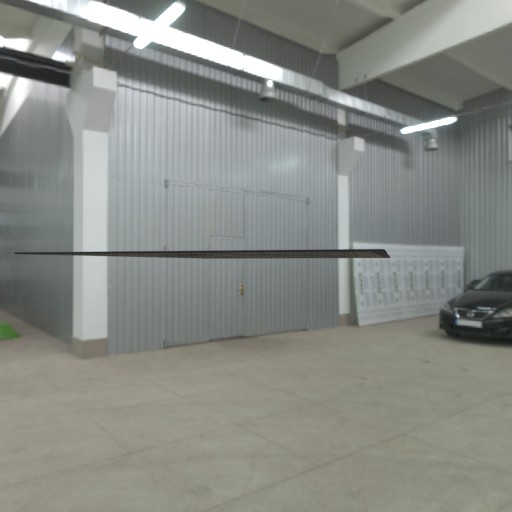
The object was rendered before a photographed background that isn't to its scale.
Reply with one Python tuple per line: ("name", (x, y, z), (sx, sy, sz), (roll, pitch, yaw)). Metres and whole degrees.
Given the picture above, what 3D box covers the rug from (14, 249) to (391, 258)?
("rug", (0.000, 0.000, 2.827), (1.630, 0.009, 2.232), (0, -1, 17))
